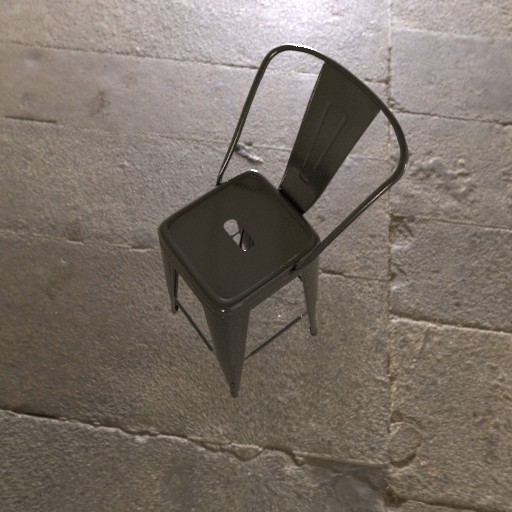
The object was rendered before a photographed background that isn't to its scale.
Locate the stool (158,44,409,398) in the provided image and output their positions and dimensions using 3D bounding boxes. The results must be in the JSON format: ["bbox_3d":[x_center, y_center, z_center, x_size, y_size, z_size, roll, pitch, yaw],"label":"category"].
[{"bbox_3d":[0.000,0.000,1.293,0.528,1.022,0.432,-34,69,-15],"label":"stool"}]
